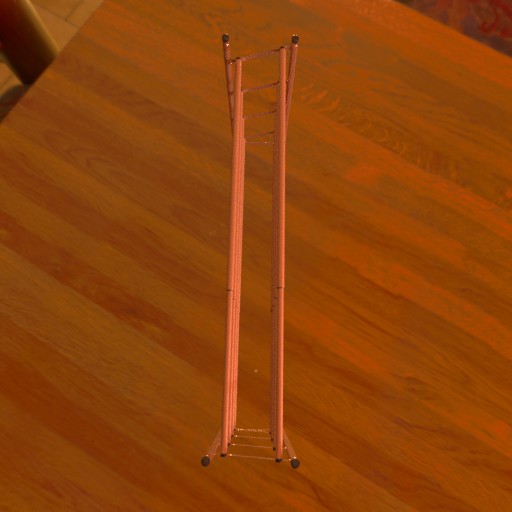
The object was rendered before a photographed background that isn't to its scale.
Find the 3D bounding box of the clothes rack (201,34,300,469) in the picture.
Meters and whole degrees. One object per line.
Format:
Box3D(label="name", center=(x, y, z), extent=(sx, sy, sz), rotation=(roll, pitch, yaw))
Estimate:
Box3D(label="clothes rack", center=(0.000, 0.000, 1.474), extent=(0.229, 0.672, 1.168), rotation=(1, 75, 0))
